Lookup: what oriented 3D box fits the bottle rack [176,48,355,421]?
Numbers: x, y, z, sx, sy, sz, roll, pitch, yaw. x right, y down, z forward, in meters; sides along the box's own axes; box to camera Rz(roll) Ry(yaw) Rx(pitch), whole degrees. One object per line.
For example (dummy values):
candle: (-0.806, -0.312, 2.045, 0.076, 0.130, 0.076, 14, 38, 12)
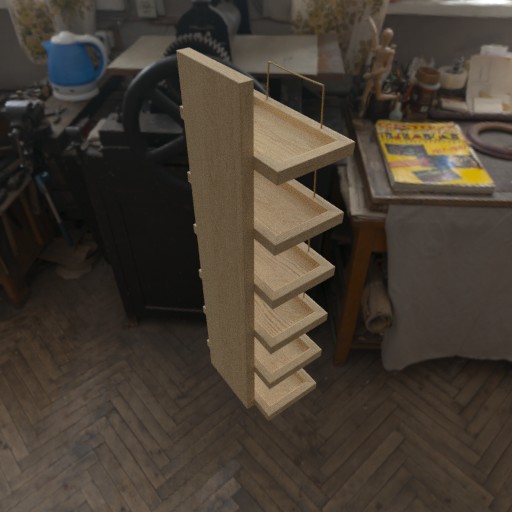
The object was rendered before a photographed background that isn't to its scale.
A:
bottle rack: (0.000, 0.000, 1.087, 0.206, 0.943, 0.330, -26, 48, -26)
